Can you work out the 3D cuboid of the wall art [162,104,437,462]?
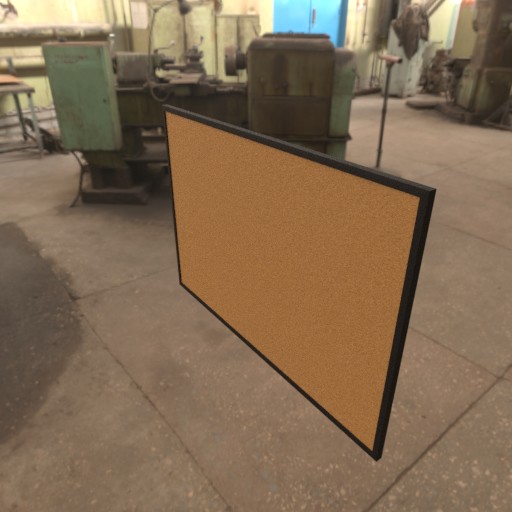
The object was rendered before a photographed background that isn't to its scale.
[{"bbox_3d":[0.000,0.000,0.839,0.013,0.458,0.664,-20,34,-32],"label":"wall art"}]
